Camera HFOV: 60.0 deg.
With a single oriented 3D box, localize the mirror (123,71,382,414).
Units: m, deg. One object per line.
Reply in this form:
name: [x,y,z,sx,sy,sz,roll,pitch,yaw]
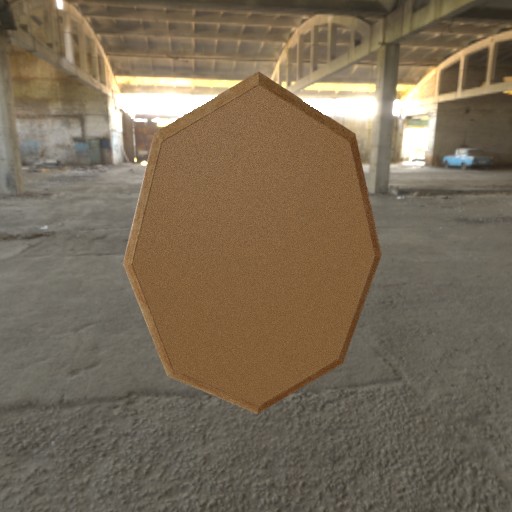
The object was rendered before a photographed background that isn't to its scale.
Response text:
mirror: [0.000,0.000,1.007,0.577,0.774,0.070,-2,14,-8]
